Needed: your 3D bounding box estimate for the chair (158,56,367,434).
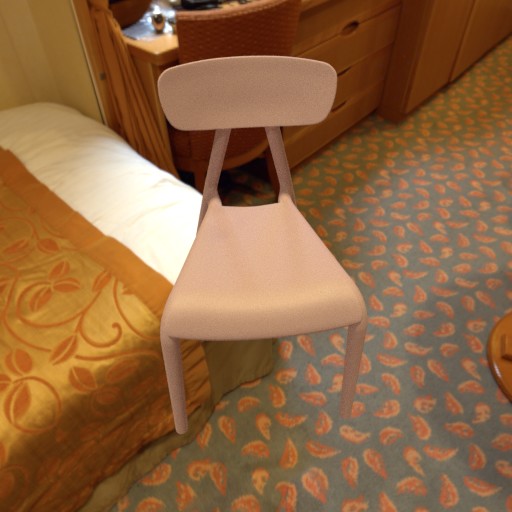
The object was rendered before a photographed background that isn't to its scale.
[{"bbox_3d":[0.000,0.000,0.818,0.356,0.580,0.401,-4,47,-4],"label":"chair"}]
